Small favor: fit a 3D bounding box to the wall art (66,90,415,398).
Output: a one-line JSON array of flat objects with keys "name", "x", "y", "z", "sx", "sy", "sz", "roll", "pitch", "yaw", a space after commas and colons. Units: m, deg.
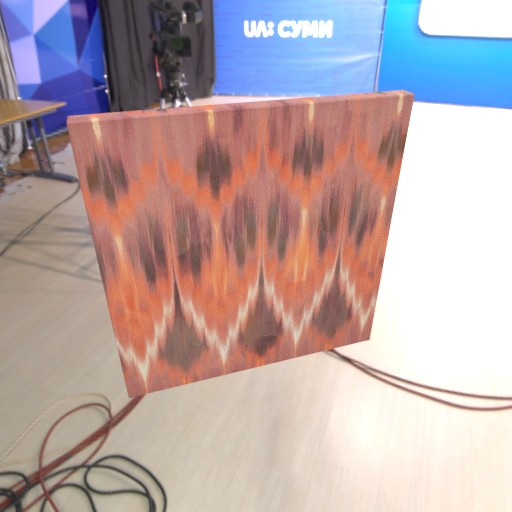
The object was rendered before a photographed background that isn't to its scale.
[{"name": "wall art", "x": 0.000, "y": 0.000, "z": 0.912, "sx": 0.603, "sy": 0.609, "sz": 0.037, "roll": -10, "pitch": 34, "yaw": -15}]
